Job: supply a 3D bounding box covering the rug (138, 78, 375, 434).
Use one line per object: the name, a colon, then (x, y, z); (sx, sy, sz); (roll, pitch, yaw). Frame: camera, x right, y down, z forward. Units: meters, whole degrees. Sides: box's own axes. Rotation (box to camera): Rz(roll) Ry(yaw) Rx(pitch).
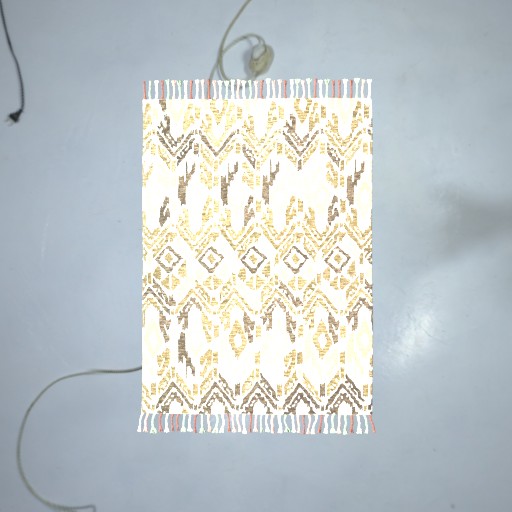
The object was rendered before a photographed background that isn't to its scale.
rug: (0.000, 0.000, 2.280); (1.219, 0.008, 1.829); (0, 90, 1)
